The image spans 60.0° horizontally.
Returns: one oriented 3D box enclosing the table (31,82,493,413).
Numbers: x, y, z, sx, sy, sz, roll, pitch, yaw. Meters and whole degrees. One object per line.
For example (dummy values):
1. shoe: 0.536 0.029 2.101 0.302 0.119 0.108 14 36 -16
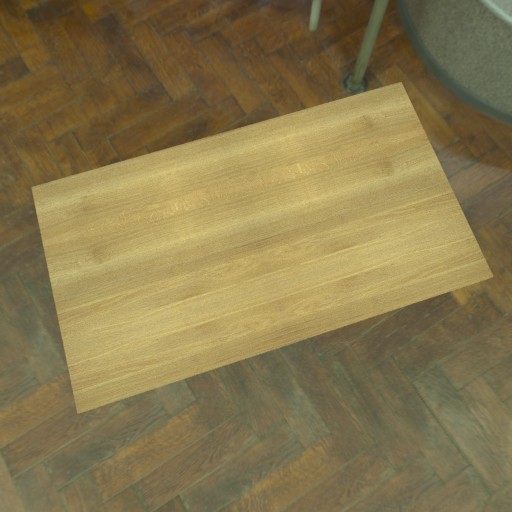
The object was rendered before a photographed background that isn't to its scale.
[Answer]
1. table: 0.000 0.000 2.087 1.600 0.750 0.900 -17 75 -5
